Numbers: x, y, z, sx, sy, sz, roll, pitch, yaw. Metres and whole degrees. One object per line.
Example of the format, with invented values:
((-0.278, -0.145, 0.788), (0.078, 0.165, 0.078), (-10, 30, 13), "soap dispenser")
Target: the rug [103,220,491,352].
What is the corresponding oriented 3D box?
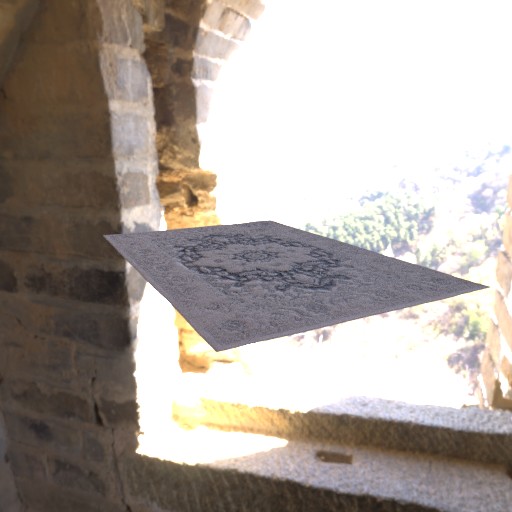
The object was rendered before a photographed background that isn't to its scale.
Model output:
((0.000, 0.000, 2.306), (1.223, 0.008, 1.813), (-8, 16, -27), "rug")
